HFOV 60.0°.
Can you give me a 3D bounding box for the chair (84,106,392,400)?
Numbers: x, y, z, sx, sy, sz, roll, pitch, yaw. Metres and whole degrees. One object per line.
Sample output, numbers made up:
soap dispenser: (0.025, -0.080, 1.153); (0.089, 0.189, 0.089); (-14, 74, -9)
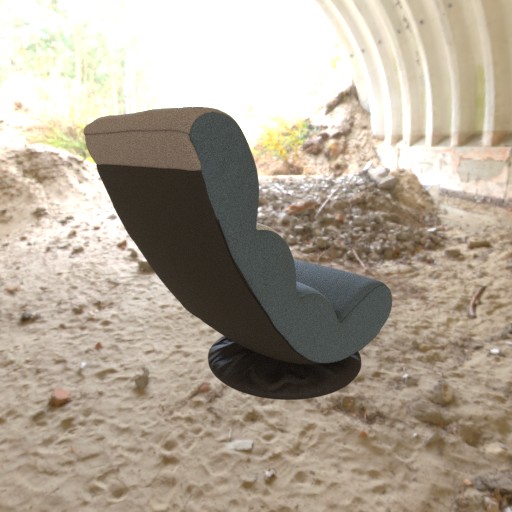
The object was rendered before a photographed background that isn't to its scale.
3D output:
chair: (0.000, 0.000, 1.071); (0.661, 0.641, 0.420); (-13, 19, -42)
